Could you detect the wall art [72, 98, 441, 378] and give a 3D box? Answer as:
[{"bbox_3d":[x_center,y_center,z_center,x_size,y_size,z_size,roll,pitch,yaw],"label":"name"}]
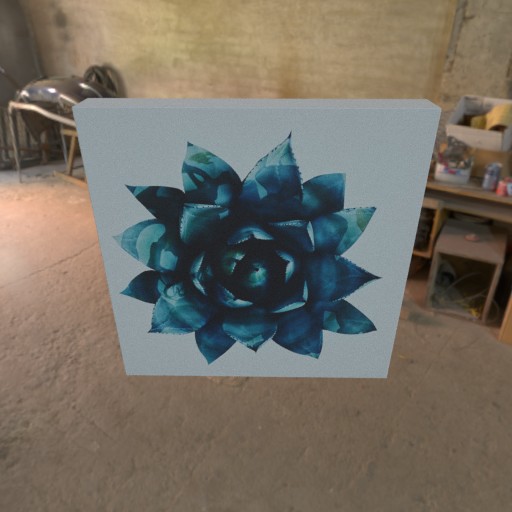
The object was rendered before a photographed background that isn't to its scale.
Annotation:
[{"bbox_3d":[0.000,0.000,0.458,0.305,0.305,0.038,0,30,1],"label":"wall art"}]
